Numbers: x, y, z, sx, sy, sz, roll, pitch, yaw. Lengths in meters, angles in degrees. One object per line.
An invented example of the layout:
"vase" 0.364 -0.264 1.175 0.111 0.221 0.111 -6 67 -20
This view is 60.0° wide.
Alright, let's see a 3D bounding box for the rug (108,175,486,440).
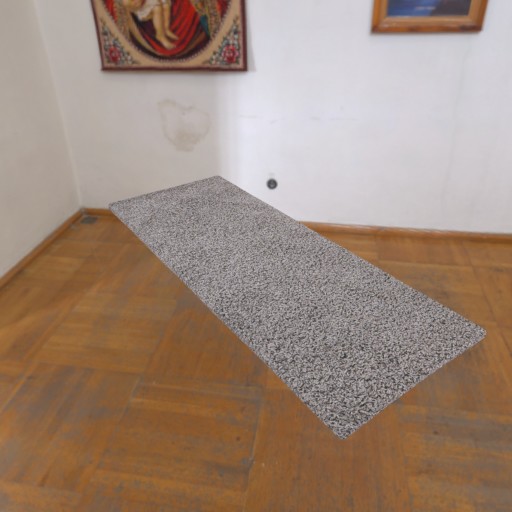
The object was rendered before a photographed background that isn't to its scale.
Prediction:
"rug" 0.000 0.000 1.696 0.609 0.030 1.524 -21 38 -30
